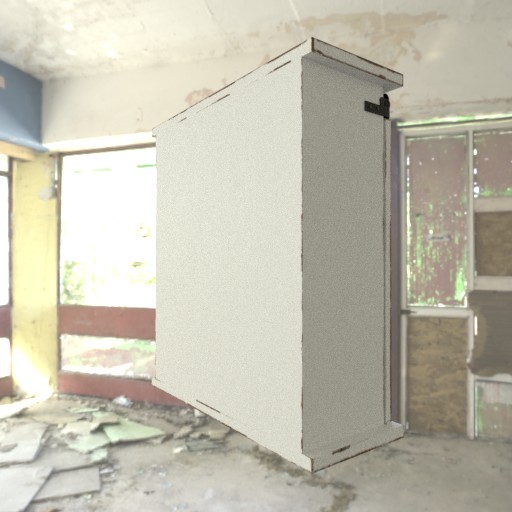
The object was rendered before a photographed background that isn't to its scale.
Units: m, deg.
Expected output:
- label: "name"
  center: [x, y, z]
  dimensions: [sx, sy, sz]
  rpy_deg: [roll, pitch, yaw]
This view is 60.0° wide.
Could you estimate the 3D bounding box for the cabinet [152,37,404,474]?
- label: "cabinet"
  center: [0.000, 0.000, 0.890]
  dimensions: [0.210, 0.603, 0.541]
  rpy_deg: [0, -1, -37]
